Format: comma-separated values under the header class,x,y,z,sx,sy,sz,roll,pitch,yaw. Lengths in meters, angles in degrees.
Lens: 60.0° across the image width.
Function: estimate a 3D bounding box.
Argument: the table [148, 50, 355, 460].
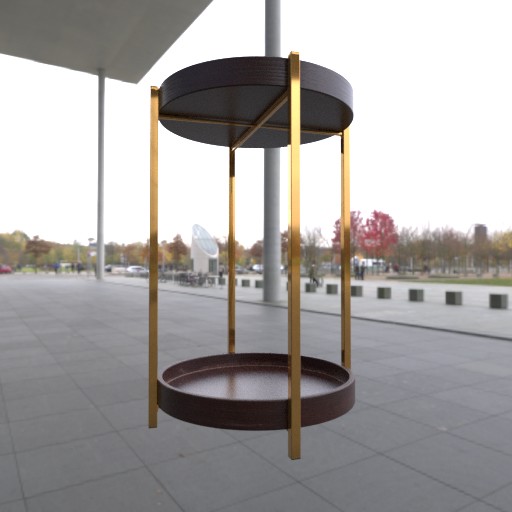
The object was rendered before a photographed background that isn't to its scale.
class,x,y,z,sx,sy,sz,roll,pitch,yaw
table,0.000,0.000,0.852,0.400,0.610,0.400,0,-1,-17
